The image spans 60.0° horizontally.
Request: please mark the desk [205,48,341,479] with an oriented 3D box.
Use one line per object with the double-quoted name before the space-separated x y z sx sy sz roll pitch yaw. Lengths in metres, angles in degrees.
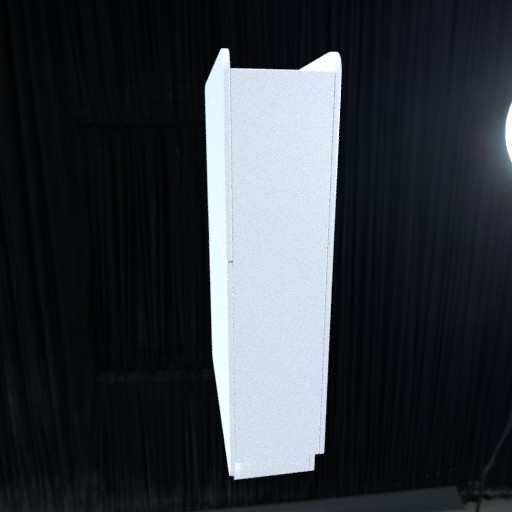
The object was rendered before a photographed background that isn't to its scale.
"desk" 0.000 0.000 1.534 0.278 1.190 0.795 -2 15 -9
